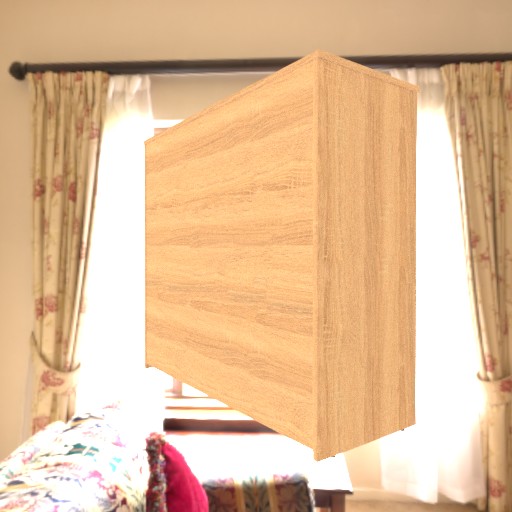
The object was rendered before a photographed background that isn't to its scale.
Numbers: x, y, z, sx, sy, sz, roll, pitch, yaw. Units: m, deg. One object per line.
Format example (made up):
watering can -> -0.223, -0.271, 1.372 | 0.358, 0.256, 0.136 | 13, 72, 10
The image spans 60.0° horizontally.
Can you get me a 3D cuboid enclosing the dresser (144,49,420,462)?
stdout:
dresser -> 0.000, 0.000, 1.466 | 0.380, 0.900, 0.980 | 0, 1, -36
